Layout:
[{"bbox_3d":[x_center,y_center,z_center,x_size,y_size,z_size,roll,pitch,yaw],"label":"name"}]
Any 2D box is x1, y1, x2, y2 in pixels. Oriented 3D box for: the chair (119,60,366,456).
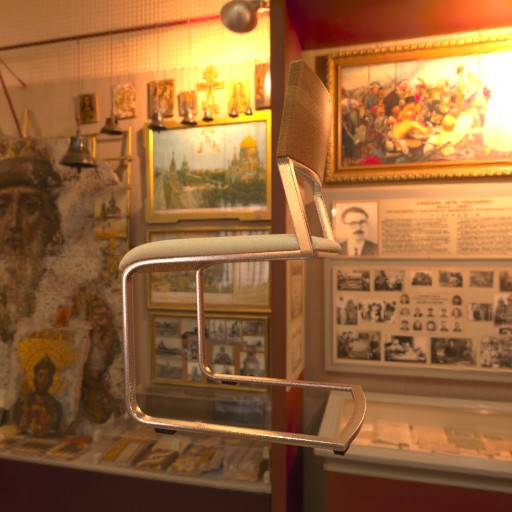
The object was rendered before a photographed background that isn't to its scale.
[{"bbox_3d":[0.000,0.000,1.223,0.585,0.844,0.467,0,-1,17],"label":"chair"}]
